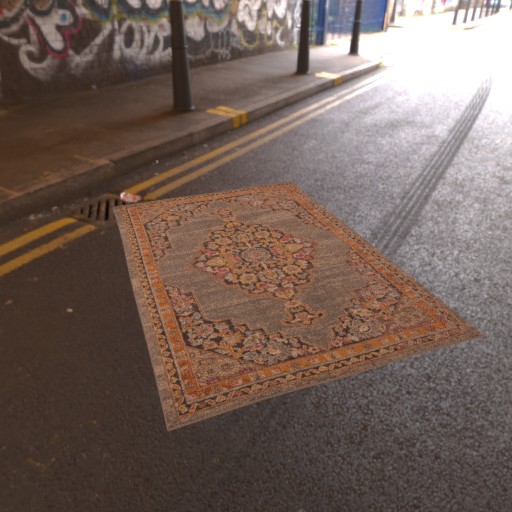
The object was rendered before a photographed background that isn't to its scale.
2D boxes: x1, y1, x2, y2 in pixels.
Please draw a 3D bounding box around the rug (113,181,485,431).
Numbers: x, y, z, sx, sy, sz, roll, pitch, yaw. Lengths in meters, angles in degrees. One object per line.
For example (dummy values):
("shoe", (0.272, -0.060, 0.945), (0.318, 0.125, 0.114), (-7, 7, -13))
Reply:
("rug", (0.000, 0.000, 3.687), (2.043, 0.026, 2.901), (-11, 32, -18))
